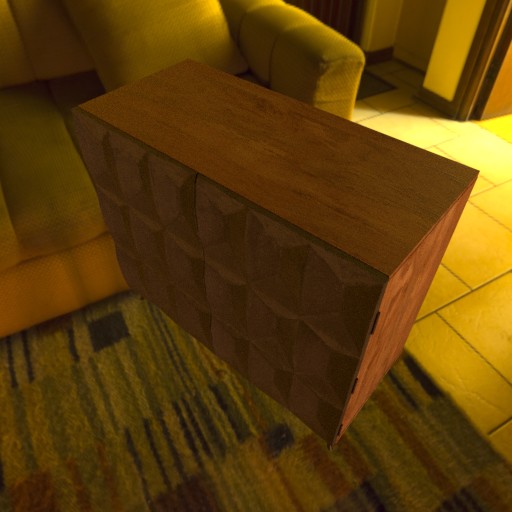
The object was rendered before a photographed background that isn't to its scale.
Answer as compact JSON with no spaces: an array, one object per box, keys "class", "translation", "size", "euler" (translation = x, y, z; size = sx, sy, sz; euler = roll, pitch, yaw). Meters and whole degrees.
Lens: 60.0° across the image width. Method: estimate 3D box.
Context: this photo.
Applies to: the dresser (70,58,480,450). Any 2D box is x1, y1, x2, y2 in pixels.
[{"class":"dresser","translation":[0.000,0.000,1.405],"size":[0.967,0.847,0.446],"euler":[32,54,27]}]
